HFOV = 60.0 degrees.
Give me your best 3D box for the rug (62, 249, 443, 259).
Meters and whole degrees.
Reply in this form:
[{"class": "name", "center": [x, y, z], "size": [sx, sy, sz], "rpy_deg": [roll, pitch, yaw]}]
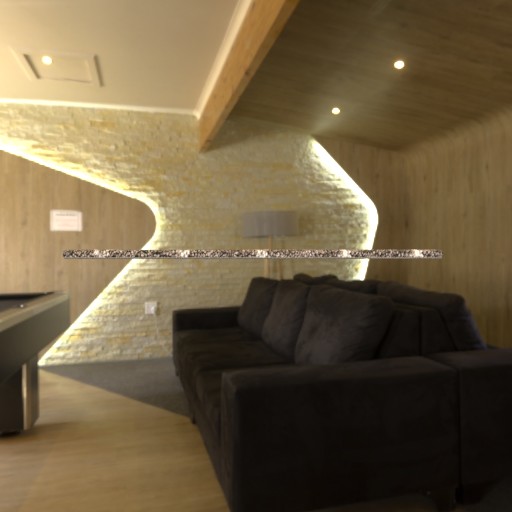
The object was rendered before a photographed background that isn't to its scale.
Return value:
[{"class": "rug", "center": [0.000, 0.000, 2.293], "size": [1.219, 0.030, 1.778], "rpy_deg": [0, 0, 1]}]
